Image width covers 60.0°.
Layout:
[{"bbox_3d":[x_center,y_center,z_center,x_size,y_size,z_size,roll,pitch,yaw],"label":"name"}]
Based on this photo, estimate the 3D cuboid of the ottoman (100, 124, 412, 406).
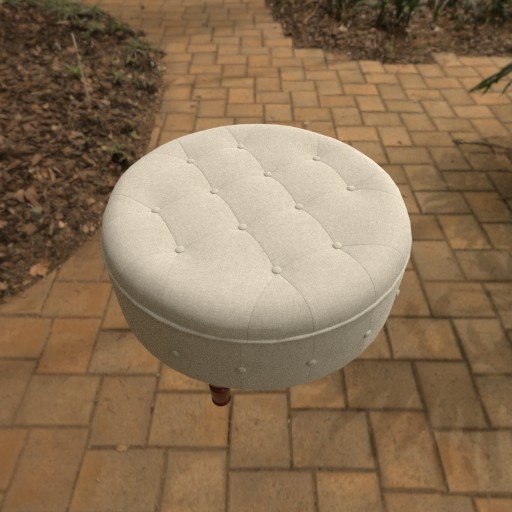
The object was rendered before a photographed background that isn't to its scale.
[{"bbox_3d":[0.000,0.000,1.361,0.850,0.483,0.850,0,45,0],"label":"ottoman"}]
